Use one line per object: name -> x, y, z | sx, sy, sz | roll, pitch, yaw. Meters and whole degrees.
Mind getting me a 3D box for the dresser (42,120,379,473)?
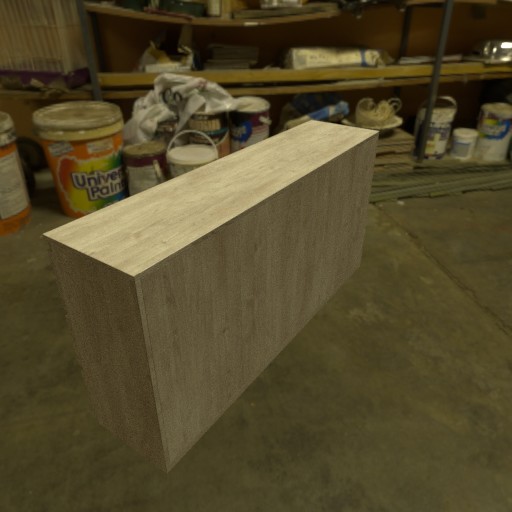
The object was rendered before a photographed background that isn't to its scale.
dresser -> 0.000, 0.000, 1.935 | 0.390, 0.795, 1.590 | 20, 36, 29
